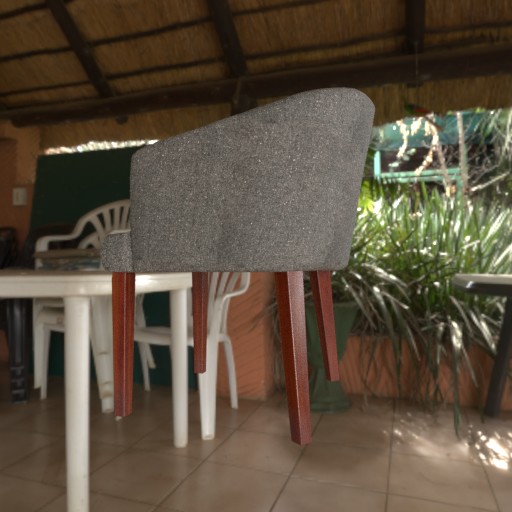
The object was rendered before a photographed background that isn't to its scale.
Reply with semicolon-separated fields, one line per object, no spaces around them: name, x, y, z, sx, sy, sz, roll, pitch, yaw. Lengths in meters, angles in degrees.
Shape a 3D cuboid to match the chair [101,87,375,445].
chair;0.000;0.000;1.259;0.655;0.811;0.583;0;-1;18
